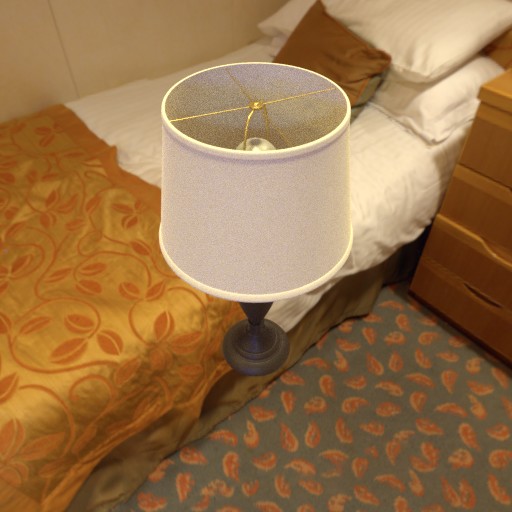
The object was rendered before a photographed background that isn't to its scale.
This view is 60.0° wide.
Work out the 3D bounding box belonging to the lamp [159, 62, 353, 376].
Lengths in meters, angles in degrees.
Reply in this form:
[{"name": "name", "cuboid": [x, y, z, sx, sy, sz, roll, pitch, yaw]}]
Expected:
[{"name": "lamp", "cuboid": [0.000, 0.000, 0.827, 0.335, 0.611, 0.335, 0, 46, 0]}]
